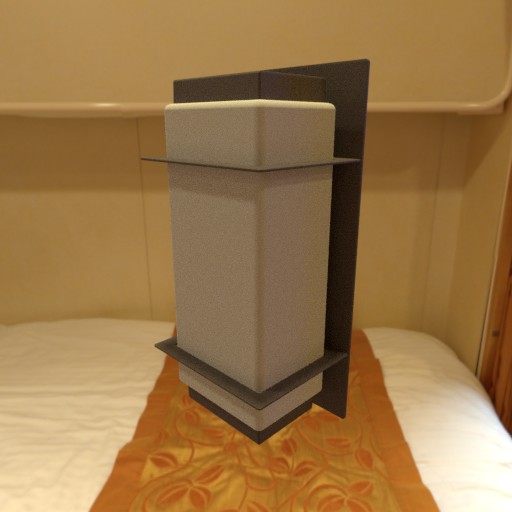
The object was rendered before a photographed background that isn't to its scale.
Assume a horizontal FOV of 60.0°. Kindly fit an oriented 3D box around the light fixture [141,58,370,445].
[{"bbox_3d":[0.000,0.000,0.427,0.153,0.347,0.146,16,23,43],"label":"light fixture"}]
